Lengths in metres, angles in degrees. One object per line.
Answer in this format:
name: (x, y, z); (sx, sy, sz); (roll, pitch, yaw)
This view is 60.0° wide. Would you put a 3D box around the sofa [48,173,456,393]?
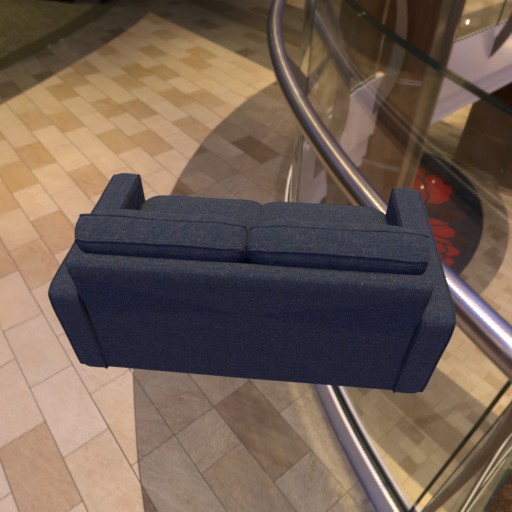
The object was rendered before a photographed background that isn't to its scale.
sofa: (0.000, 0.000, 2.228); (1.709, 0.918, 0.947); (4, 44, 4)
